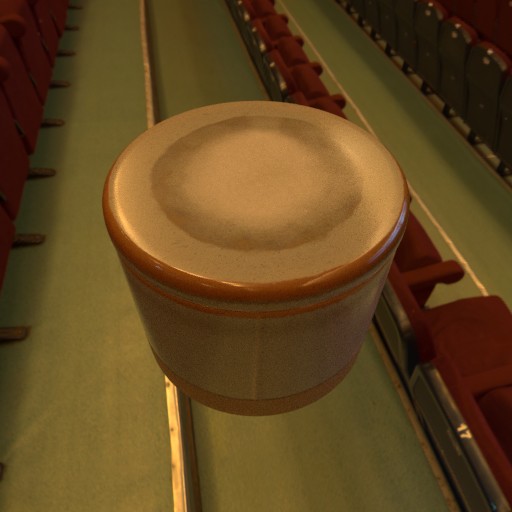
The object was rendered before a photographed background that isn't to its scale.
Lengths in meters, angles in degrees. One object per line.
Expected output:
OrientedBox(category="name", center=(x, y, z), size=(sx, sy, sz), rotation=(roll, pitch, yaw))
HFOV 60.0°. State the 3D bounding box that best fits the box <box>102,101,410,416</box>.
OrientedBox(category="box", center=(0.000, 0.000, 0.214), size=(0.123, 0.100, 0.123), rotation=(0, 47, 0))
